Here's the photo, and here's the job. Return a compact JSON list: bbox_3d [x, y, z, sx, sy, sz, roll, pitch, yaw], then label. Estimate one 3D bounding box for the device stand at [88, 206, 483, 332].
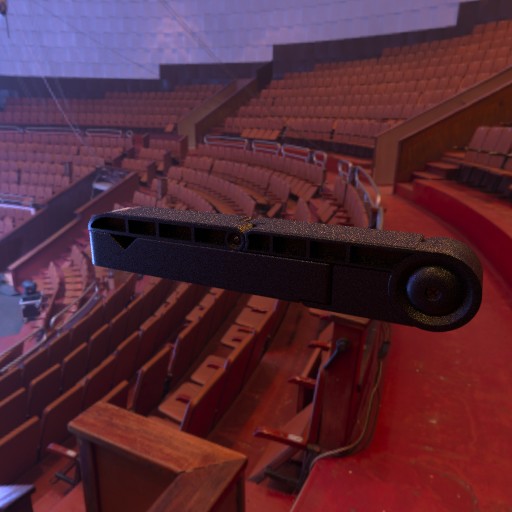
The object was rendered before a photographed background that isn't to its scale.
[{"bbox_3d":[0.000,0.000,0.195,0.179,0.030,0.026,8,18,26],"label":"device stand"}]
